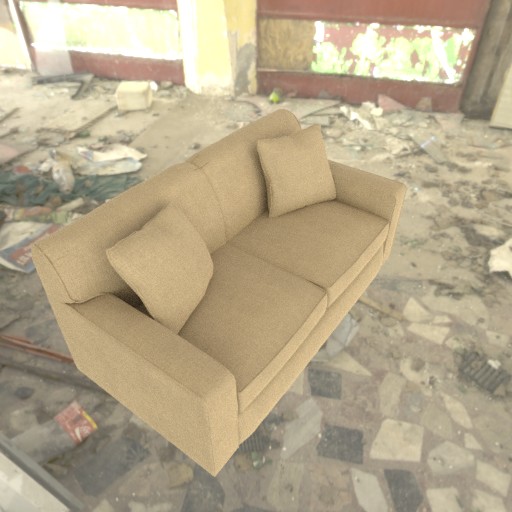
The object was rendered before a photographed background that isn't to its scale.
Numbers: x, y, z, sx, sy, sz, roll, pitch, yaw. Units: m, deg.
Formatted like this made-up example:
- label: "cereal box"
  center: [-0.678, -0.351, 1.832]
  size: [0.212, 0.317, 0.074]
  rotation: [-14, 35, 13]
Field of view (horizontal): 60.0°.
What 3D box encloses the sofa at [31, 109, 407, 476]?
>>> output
- label: "sofa"
  center: [0.000, 0.000, 2.408]
  size: [0.998, 0.958, 1.846]
  rotation: [25, 46, 27]
